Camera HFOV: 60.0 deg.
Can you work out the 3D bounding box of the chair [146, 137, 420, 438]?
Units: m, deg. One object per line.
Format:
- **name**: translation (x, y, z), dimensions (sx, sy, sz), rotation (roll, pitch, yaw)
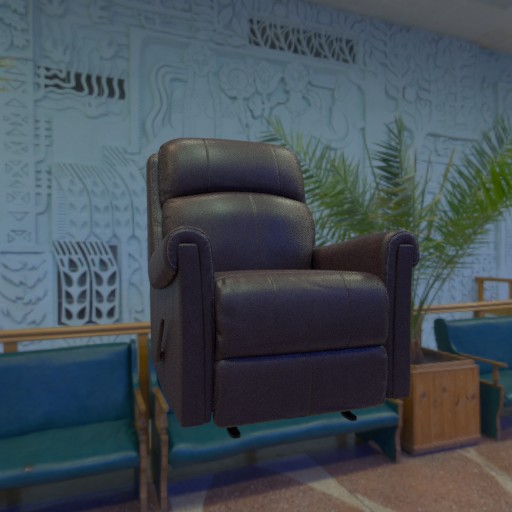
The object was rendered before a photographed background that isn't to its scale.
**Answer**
- **chair**: translation (0.000, 0.000, 1.752), dimensions (0.838, 1.054, 1.014), rotation (0, 1, -19)
